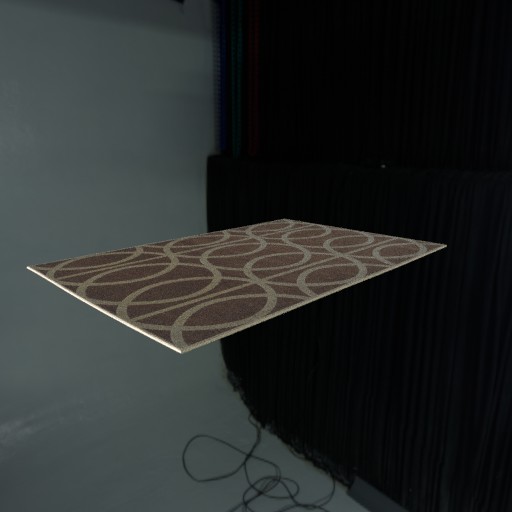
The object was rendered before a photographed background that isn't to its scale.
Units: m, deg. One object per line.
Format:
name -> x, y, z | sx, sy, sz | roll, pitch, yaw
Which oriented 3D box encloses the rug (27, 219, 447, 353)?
rug -> 0.000, 0.000, 2.841 | 1.526, 0.014, 2.290 | 14, 20, 43
